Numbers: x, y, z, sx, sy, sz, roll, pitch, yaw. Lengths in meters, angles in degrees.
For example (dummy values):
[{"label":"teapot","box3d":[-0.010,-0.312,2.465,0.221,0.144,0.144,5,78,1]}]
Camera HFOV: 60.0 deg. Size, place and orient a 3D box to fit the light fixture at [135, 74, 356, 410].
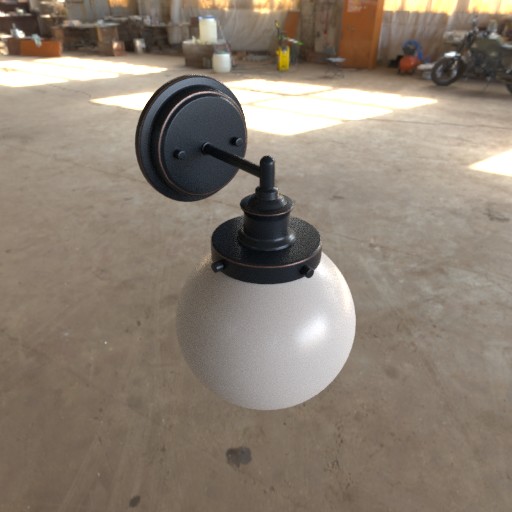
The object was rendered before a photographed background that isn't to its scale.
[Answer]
[{"label":"light fixture","box3d":[0.000,0.000,0.468,0.197,0.332,0.230,-22,37,-32]}]
